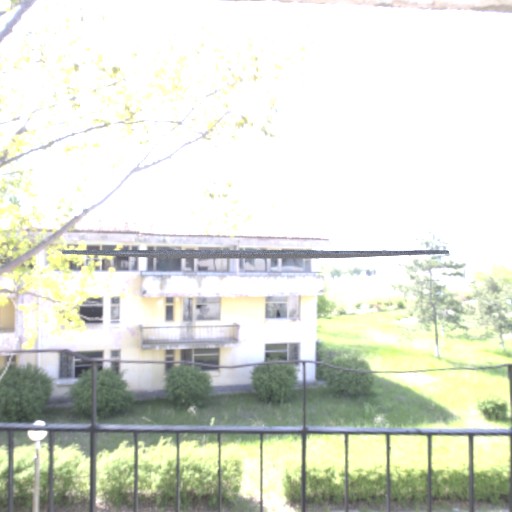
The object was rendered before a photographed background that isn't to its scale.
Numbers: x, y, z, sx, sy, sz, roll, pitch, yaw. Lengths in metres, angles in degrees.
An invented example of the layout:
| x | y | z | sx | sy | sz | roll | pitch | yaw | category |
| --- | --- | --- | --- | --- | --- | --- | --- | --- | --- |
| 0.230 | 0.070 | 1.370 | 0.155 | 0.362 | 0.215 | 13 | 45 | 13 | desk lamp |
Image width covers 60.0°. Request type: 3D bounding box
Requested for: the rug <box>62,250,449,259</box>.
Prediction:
| x | y | z | sx | sy | sz | roll | pitch | yaw | category |
| --- | --- | --- | --- | --- | --- | --- | --- | --- | --- |
| 0.000 | 0.000 | 2.290 | 1.208 | 0.012 | 1.819 | 0 | -1 | 0 | rug |
